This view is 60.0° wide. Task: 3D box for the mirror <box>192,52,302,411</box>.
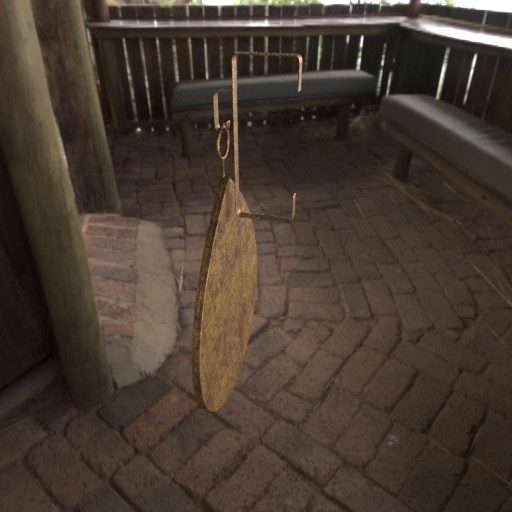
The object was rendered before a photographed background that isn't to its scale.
[{"bbox_3d":[0.000,0.000,0.888,0.144,0.744,0.405,8,33,13],"label":"mirror"}]
